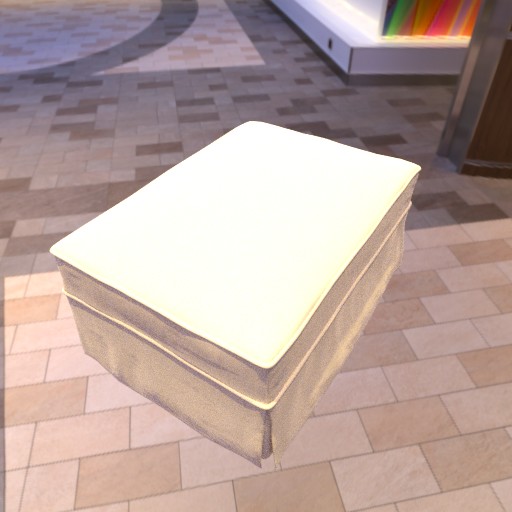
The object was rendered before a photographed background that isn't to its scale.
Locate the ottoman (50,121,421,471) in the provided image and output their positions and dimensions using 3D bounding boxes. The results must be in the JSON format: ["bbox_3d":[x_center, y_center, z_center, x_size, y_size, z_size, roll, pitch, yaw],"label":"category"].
[{"bbox_3d":[0.000,0.000,1.350,0.703,0.479,0.944,23,46,24],"label":"ottoman"}]
